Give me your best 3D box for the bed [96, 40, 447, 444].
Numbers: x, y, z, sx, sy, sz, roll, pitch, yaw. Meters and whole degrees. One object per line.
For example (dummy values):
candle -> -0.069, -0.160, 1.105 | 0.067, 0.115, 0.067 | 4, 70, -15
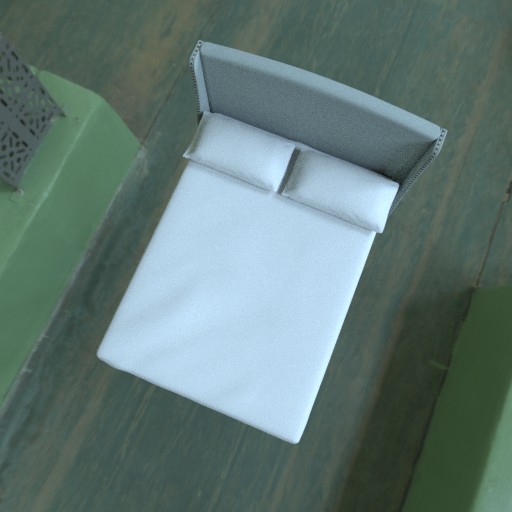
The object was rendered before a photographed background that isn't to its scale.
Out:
bed -> 0.000, 0.000, 3.236 | 1.710, 1.407, 2.237 | 22, 78, 5
